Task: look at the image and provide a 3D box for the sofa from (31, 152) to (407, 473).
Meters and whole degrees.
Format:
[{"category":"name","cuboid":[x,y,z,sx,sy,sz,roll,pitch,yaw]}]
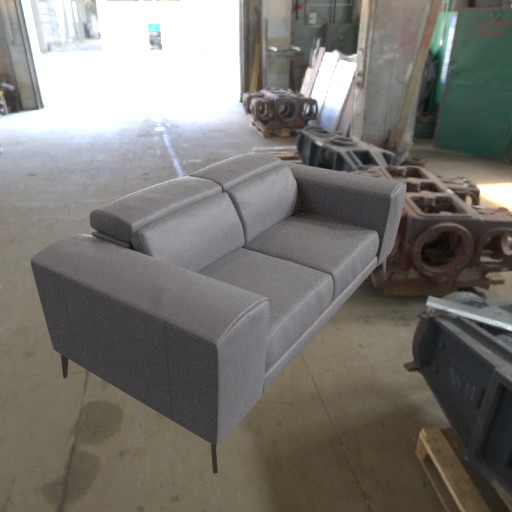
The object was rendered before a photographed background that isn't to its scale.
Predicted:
[{"category":"sofa","cuboid":[0.000,0.000,2.359,1.003,0.779,1.895,17,32,30]}]
